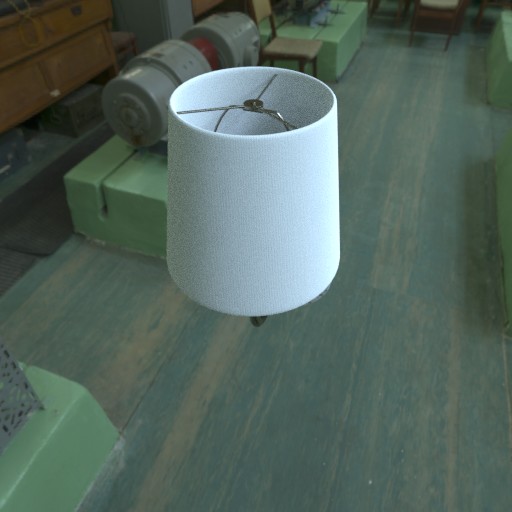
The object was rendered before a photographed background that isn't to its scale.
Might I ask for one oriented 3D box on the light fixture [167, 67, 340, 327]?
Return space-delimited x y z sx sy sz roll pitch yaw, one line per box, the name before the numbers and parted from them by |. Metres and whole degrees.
light fixture | 0.000 0.000 0.453 0.168 0.337 0.188 13 44 14
